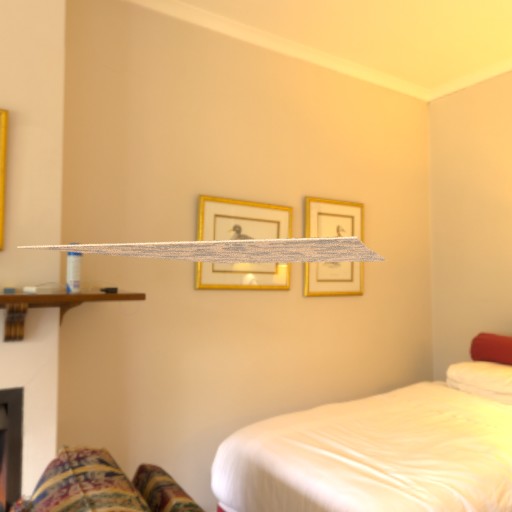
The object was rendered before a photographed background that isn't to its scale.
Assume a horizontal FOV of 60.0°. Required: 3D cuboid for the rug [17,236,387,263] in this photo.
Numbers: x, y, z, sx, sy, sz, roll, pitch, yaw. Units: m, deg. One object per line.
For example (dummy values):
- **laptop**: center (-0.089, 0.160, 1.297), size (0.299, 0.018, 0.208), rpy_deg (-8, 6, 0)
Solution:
- **rug**: center (0.000, 0.000, 2.840), size (1.522, 0.008, 2.284), rpy_deg (-1, -3, 19)
